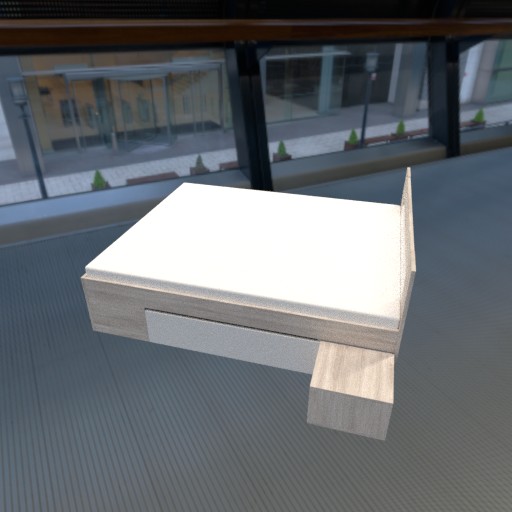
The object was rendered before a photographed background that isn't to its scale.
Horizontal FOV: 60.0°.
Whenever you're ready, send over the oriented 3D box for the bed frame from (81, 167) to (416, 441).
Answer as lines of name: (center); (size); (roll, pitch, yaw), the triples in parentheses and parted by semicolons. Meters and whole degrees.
bed frame: (0.000, 0.000, 3.240); (2.050, 0.860, 2.040); (8, 31, 14)
